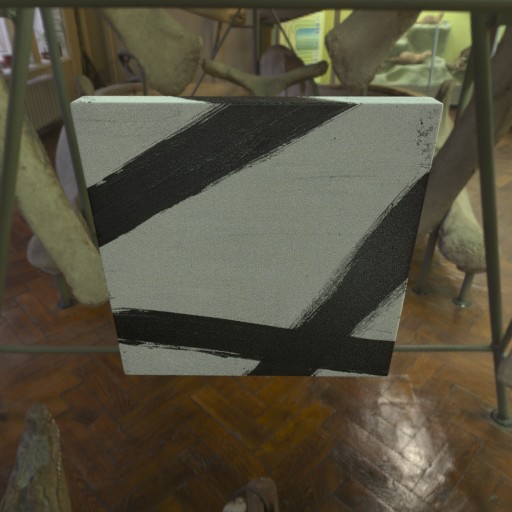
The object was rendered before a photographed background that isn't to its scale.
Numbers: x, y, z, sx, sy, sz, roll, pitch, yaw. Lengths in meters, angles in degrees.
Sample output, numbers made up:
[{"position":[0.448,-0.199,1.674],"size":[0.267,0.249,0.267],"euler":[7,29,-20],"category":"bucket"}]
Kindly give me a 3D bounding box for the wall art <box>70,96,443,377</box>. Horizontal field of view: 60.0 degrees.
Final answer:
[{"position":[0.000,0.000,0.747],"size":[0.507,0.508,0.050],"euler":[0,30,1],"category":"wall art"}]
